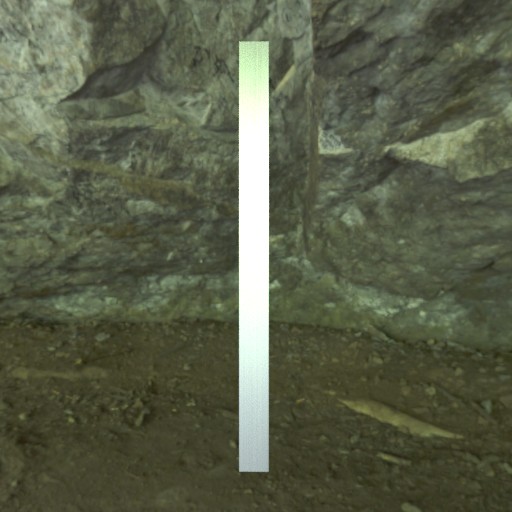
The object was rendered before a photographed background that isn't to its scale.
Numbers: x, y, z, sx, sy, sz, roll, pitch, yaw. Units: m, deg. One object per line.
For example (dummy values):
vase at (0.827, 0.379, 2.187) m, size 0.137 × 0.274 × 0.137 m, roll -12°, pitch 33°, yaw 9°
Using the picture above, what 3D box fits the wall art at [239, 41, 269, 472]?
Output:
wall art at (0.000, 0.000, 0.748) m, size 0.032 × 0.456 × 0.557 m, roll 0°, pitch 0°, yaw 0°
